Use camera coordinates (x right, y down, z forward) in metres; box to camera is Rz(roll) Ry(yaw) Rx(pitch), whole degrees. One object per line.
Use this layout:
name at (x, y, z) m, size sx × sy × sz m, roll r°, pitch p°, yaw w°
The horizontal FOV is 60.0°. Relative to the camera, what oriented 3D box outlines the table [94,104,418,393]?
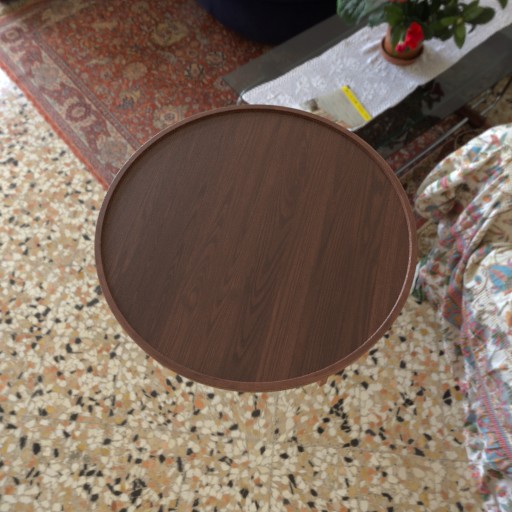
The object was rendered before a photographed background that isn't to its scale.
table at (0.000, 0.000, 1.271) m, size 0.800 × 0.360 × 0.800 m, roll 0°, pitch 65°, yaw 0°
